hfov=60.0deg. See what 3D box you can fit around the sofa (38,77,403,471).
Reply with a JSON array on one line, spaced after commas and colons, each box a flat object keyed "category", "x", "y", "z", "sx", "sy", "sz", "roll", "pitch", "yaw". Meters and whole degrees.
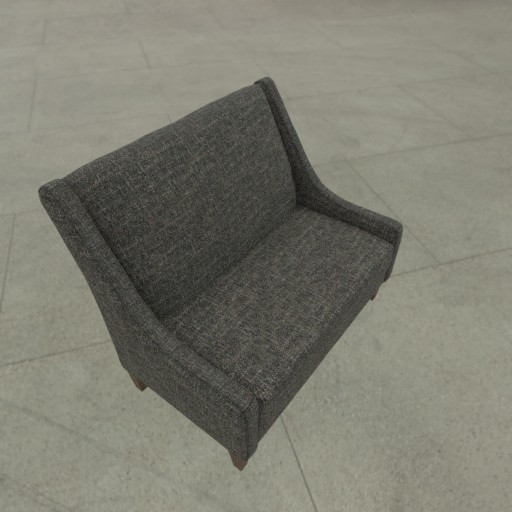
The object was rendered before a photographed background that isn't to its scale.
[{"category": "sofa", "x": 0.000, "y": 0.000, "z": 1.905, "sx": 0.870, "sy": 1.021, "sz": 1.242, "roll": 27, "pitch": 48, "yaw": 27}]
